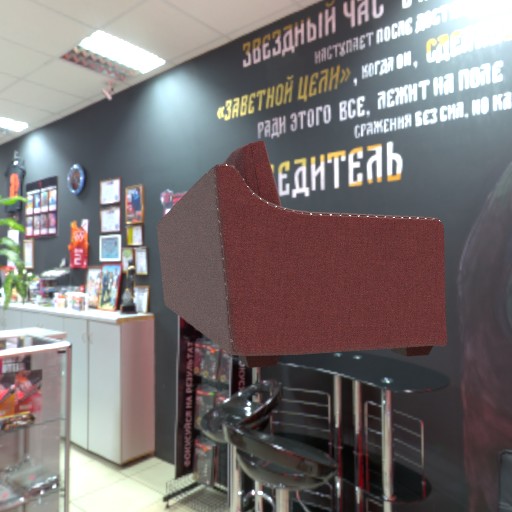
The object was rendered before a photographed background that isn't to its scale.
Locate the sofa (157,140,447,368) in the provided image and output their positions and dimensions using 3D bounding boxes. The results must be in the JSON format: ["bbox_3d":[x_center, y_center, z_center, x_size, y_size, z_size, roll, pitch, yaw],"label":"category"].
[{"bbox_3d":[0.000,0.000,2.708,1.000,0.857,2.208,0,-2,-18],"label":"sofa"}]
